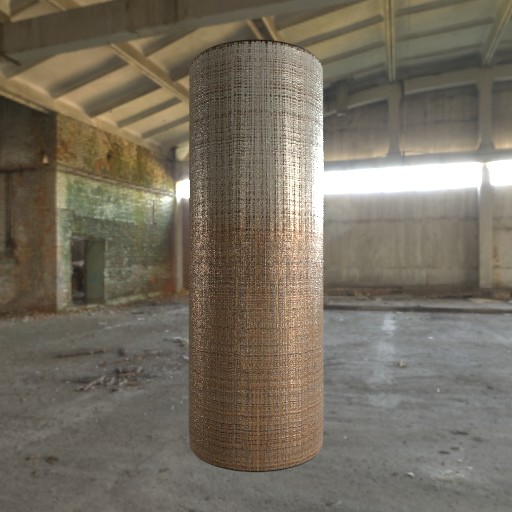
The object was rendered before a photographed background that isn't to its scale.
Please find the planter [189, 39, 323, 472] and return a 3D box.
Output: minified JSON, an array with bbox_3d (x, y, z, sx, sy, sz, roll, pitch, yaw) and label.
[{"bbox_3d":[0.000,0.000,0.331,0.099,0.278,0.099,0,-1,18],"label":"planter"}]
